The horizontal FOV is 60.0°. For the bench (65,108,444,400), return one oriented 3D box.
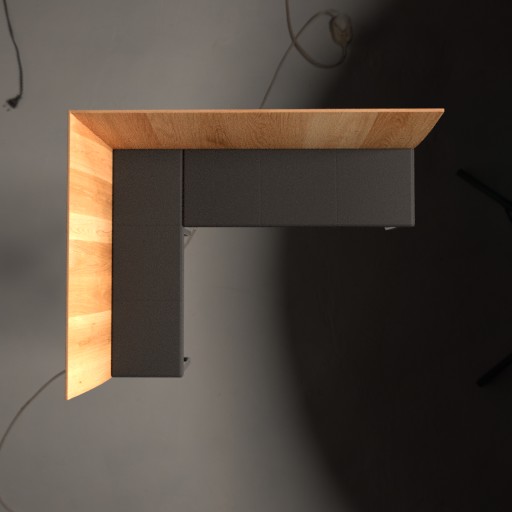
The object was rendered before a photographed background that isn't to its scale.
[{"bbox_3d":[0.000,0.000,2.737,1.945,0.930,1.495,0,89,1],"label":"bench"}]
